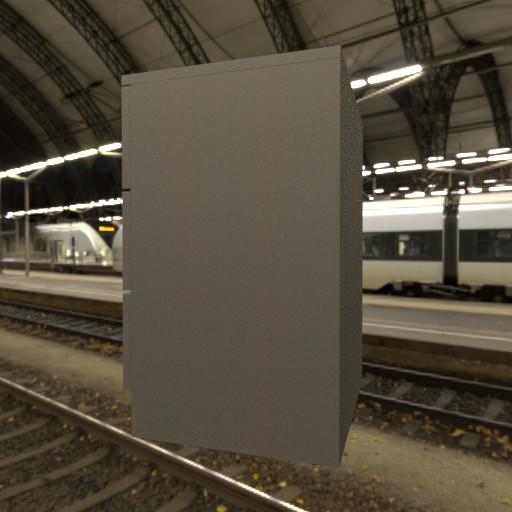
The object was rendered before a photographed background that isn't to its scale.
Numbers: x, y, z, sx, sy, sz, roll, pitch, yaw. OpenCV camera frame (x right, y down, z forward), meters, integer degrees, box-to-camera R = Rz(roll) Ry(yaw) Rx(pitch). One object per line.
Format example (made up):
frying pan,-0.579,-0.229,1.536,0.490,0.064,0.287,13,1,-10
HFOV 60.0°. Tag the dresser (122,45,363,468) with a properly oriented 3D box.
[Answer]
dresser,0.000,0.000,0.830,0.360,0.560,0.400,0,1,18
